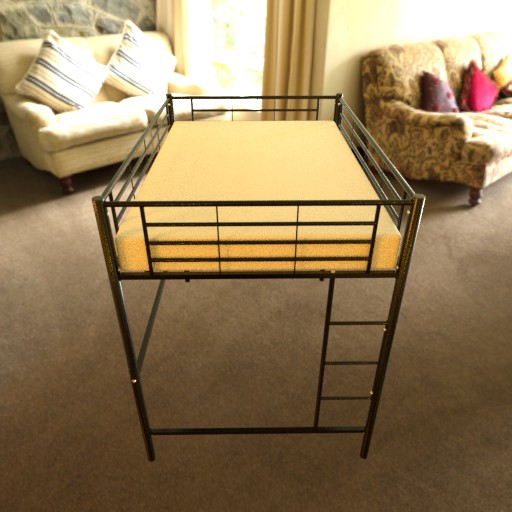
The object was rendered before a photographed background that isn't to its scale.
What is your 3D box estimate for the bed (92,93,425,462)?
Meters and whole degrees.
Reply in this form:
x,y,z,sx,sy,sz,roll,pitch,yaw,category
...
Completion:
x,y,z,sx,sy,sz,roll,pitch,yaw,category
0.000,0.000,3.156,1.397,1.803,1.994,0,32,-1,bed
